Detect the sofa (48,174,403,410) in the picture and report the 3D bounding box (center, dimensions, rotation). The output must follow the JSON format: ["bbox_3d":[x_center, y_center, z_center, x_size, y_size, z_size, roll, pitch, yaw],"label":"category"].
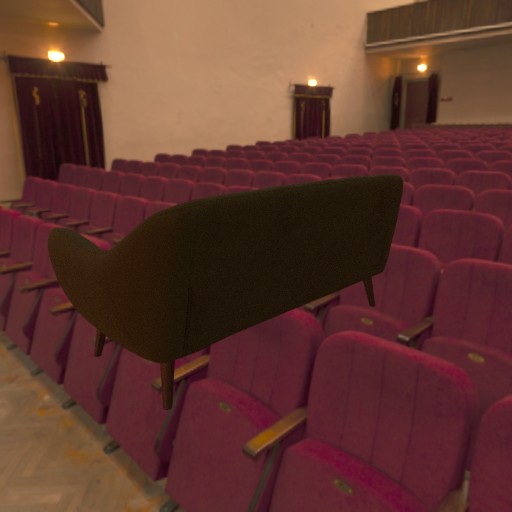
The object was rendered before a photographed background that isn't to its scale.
[{"bbox_3d":[0.000,0.000,2.323,1.840,0.836,0.820,-15,22,-42],"label":"sofa"}]
